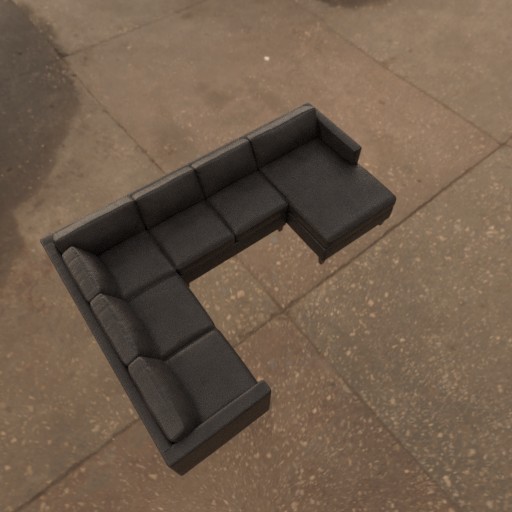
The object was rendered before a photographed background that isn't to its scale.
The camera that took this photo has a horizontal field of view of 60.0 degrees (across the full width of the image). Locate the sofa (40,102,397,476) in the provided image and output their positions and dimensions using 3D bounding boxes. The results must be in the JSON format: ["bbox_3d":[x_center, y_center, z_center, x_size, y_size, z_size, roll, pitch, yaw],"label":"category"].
[{"bbox_3d":[0.000,0.000,4.451,3.324,0.891,2.452,-32,63,-18],"label":"sofa"}]
